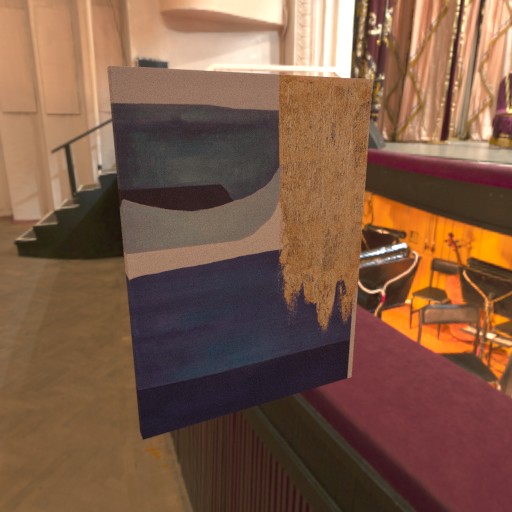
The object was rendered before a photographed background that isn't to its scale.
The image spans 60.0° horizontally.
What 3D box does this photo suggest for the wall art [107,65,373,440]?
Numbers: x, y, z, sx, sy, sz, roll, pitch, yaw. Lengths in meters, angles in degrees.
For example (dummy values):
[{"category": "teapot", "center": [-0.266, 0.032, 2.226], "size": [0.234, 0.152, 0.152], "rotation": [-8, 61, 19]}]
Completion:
[{"category": "wall art", "center": [0.000, 0.000, 0.804], "size": [0.458, 0.613, 0.026], "rotation": [-8, 19, -25]}]
